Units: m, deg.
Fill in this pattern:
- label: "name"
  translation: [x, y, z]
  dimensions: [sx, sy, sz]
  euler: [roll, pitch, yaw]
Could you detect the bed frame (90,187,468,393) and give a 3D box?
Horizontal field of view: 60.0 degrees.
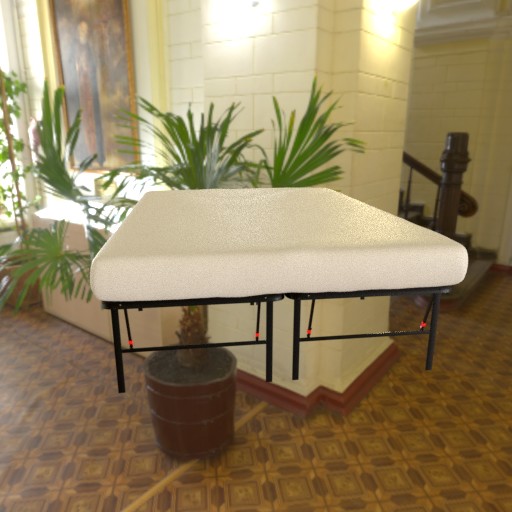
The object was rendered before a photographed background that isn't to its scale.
- label: "bed frame"
  translation: [0.000, 0.000, 2.846]
  dimensions: [1.584, 0.667, 2.151]
  euler: [-2, 16, -7]
